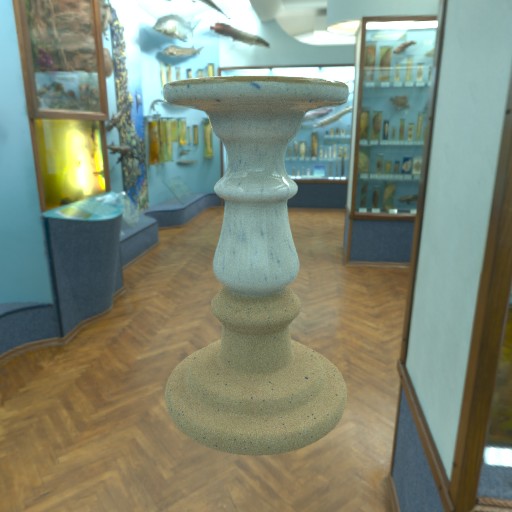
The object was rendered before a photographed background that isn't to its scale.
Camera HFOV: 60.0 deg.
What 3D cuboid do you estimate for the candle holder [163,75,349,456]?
[{"bbox_3d":[0.000,0.000,0.279,0.123,0.202,0.123,0,16,0],"label":"candle holder"}]
